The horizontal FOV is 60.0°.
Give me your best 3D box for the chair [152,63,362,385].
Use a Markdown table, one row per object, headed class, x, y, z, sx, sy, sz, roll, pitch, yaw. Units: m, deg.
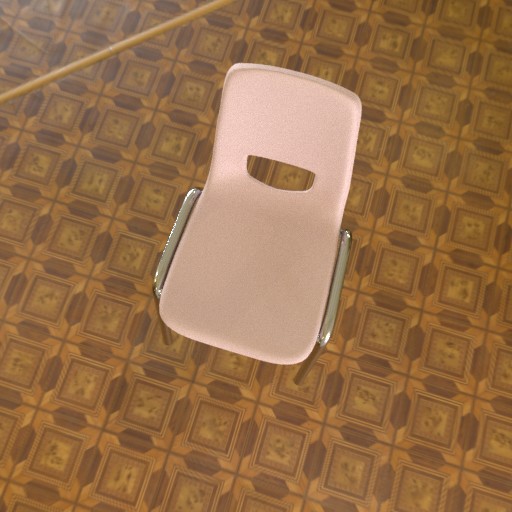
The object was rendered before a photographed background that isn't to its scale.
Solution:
| class | x | y | z | sx | sy | sz | roll | pitch | yaw |
| --- | --- | --- | --- | --- | --- | --- | --- | --- | --- |
| chair | 0.000 | 0.000 | 0.845 | 0.354 | 0.586 | 0.423 | 16 | 77 | 4 |
